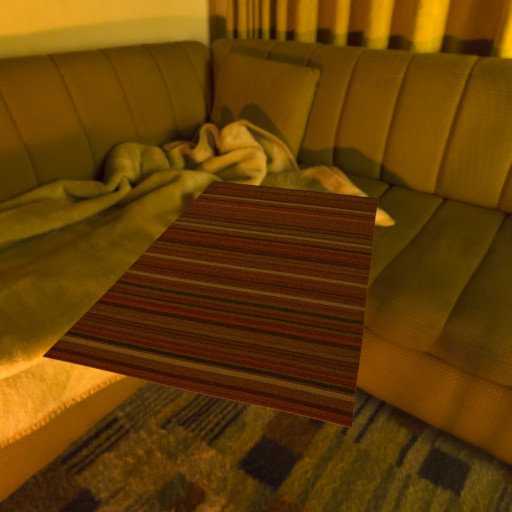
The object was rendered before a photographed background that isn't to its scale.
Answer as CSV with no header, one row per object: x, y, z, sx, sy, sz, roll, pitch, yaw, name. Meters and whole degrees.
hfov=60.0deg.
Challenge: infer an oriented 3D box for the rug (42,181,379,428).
0.000,0.000,3.022,1.523,0.008,2.438,8,32,13,rug
